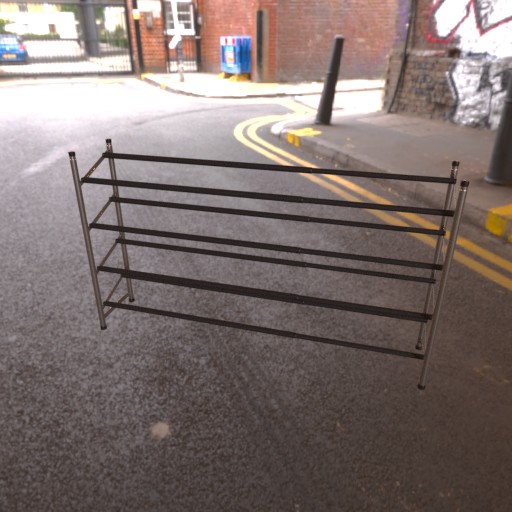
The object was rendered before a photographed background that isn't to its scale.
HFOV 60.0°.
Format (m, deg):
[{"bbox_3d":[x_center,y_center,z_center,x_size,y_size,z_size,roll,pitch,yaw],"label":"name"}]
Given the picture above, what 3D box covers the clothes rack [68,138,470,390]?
[{"bbox_3d":[0.000,0.000,1.483,1.168,0.672,0.229,7,27,14],"label":"clothes rack"}]
